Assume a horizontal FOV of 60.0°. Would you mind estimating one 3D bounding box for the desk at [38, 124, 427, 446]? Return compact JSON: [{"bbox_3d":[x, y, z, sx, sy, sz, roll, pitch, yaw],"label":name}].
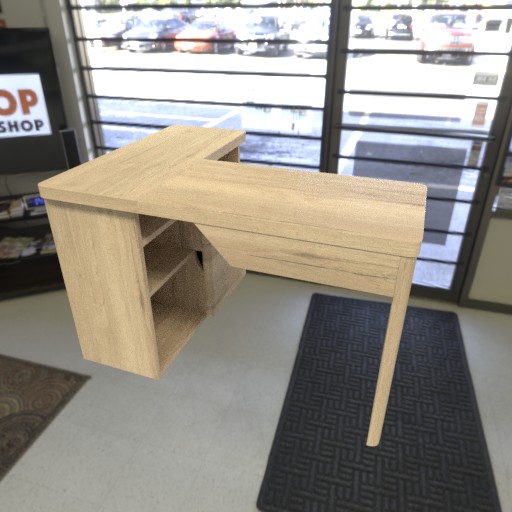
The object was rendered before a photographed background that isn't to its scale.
[{"bbox_3d":[0.000,0.000,1.781,1.169,0.760,0.900,10,31,17],"label":"desk"}]
